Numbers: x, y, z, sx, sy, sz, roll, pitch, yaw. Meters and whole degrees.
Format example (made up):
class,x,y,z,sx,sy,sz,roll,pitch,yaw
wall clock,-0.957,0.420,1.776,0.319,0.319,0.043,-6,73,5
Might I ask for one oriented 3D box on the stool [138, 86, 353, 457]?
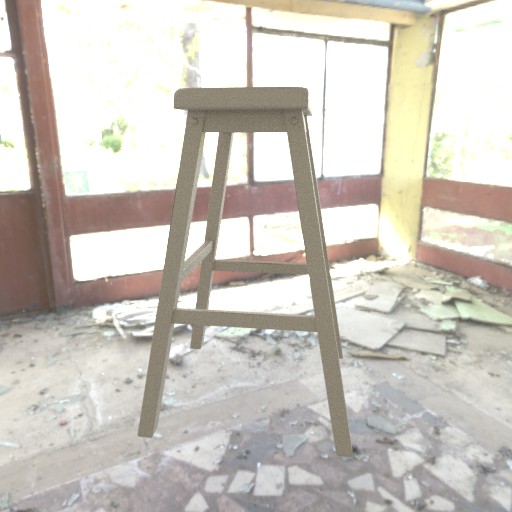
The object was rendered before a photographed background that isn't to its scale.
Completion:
class,x,y,z,sx,sy,sz,roll,pitch,yaw
stool,0.000,0.000,1.085,0.476,0.737,0.457,2,16,8
